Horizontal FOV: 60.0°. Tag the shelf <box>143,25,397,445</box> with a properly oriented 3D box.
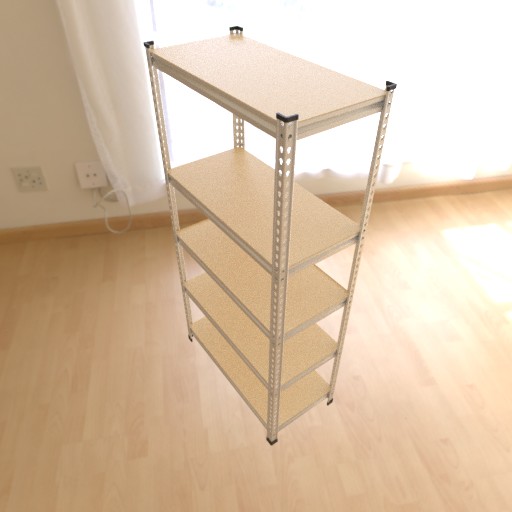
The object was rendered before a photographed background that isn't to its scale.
[{"bbox_3d":[0.000,0.000,2.175,0.457,1.829,0.914,-25,46,-26],"label":"shelf"}]
